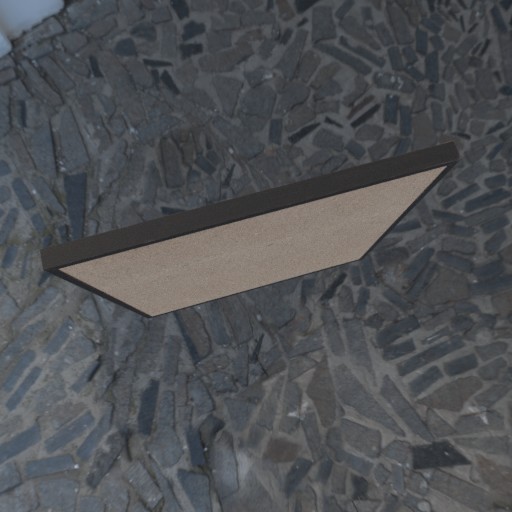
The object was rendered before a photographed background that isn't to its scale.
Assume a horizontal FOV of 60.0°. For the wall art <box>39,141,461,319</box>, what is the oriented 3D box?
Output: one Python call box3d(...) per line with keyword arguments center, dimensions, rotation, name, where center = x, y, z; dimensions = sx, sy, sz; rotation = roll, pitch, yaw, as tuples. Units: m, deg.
box3d(center=(0.000, 0.000, 1.151), dimensions=(0.762, 0.762, 0.038), rotation=(-15, 76, -4), name="wall art")
